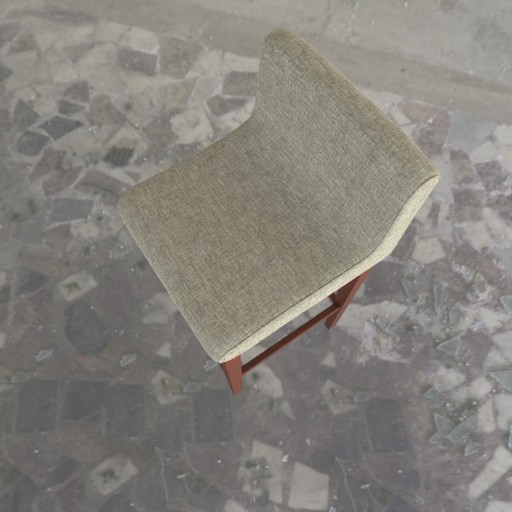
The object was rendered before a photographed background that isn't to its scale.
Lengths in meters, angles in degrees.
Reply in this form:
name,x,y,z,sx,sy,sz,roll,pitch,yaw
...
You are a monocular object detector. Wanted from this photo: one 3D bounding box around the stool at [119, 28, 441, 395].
name,x,y,z,sx,sy,sz,roll,pitch,yaw
stool,0.000,0.000,1.080,0.459,0.835,0.417,-32,69,-14
